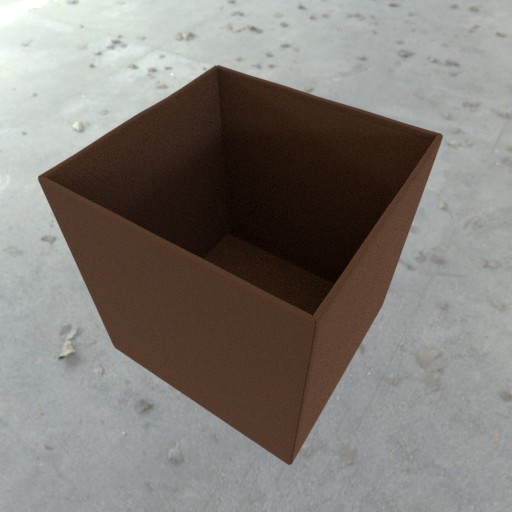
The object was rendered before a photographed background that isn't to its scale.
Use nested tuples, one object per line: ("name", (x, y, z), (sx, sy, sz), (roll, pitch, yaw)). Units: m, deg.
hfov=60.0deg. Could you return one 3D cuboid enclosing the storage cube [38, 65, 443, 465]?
("storage cube", (0.000, 0.000, 0.499), (0.270, 0.280, 0.270), (26, 53, 22))
